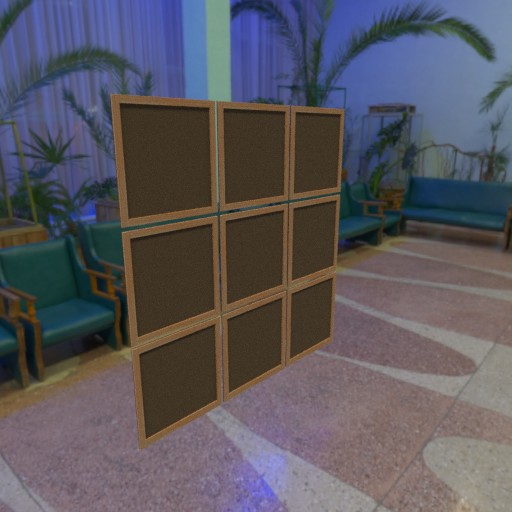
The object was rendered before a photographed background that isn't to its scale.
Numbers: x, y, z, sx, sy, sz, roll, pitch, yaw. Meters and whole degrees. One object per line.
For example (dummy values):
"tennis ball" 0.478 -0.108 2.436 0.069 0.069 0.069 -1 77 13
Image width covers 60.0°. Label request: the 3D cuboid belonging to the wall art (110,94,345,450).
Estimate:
"wall art" 0.000 0.000 2.338 0.013 1.525 1.520 14 21 42
